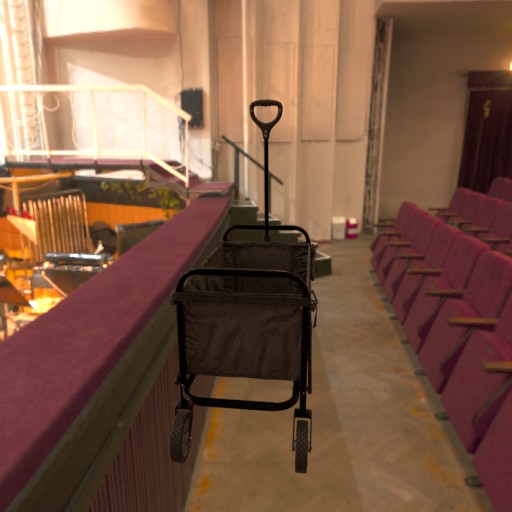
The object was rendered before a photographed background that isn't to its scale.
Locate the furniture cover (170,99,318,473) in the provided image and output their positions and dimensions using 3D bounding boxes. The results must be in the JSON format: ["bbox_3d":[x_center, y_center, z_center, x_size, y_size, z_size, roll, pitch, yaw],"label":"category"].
[{"bbox_3d":[0.000,0.000,1.840,0.532,1.295,1.038,2,15,7],"label":"furniture cover"}]
